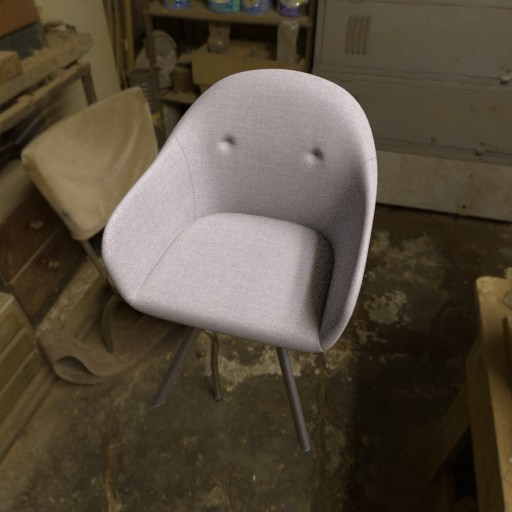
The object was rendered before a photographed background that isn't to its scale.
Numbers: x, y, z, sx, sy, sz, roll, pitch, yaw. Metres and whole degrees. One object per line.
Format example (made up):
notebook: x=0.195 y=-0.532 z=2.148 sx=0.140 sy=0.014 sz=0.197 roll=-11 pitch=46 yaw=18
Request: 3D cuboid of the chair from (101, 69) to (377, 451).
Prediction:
chair: x=0.000 y=0.000 z=1.159 sx=0.540 sy=0.780 sz=0.570 roll=11 pitch=43 yaw=12
